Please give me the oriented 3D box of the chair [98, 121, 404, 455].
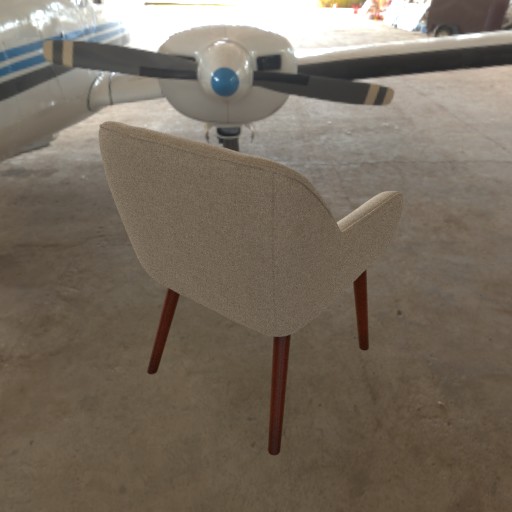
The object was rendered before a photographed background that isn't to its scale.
[{"bbox_3d":[0.000,0.000,1.268,0.610,0.813,0.610,21,37,31],"label":"chair"}]
